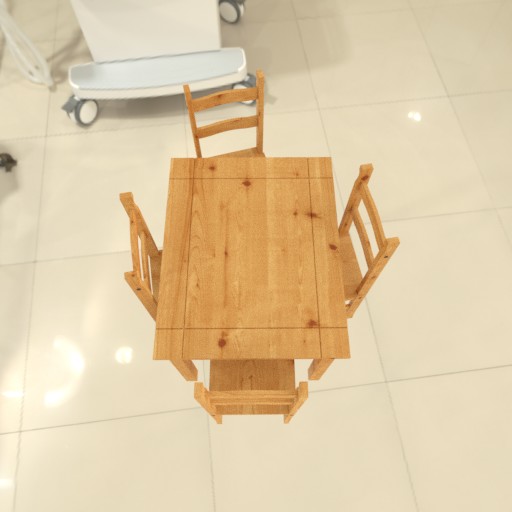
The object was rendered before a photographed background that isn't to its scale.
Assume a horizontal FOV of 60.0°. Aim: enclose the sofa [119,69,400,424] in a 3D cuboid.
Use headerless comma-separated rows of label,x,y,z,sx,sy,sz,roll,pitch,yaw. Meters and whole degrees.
sofa,0.000,0.000,2.259,1.144,1.000,1.529,0,65,0
